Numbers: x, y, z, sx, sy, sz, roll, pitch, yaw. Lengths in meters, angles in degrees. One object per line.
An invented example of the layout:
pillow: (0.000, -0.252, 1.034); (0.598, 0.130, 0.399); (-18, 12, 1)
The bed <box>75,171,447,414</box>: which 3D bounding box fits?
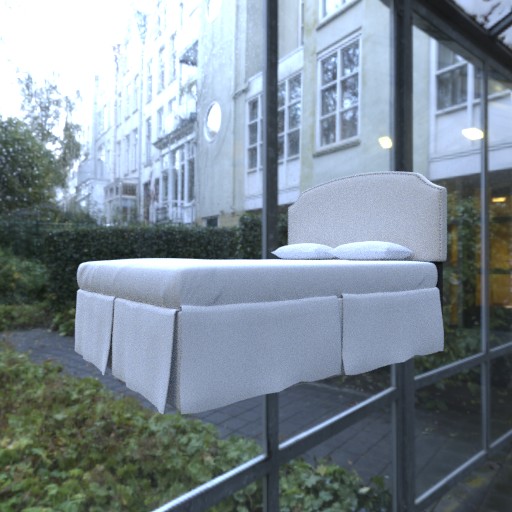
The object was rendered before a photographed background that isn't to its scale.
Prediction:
bed: (0.000, 0.000, 2.915); (1.999, 1.270, 1.558); (0, 0, -37)
